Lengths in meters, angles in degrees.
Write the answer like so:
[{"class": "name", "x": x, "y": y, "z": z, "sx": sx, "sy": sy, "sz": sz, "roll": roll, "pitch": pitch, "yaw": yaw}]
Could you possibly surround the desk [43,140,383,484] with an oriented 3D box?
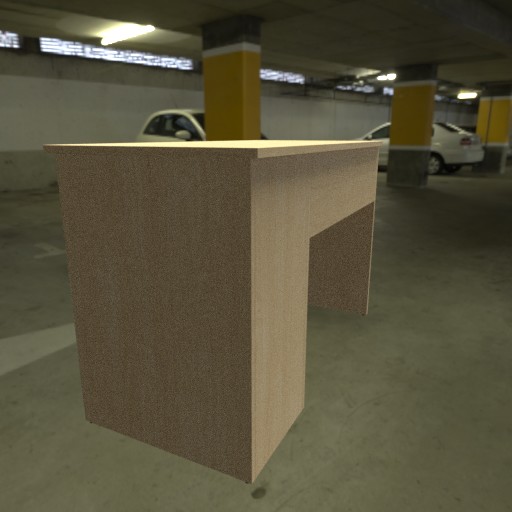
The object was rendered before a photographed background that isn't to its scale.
[{"class": "desk", "x": 0.000, "y": 0.000, "z": 1.481, "sx": 0.560, "sy": 0.735, "sz": 1.097, "roll": 8, "pitch": 17, "yaw": 26}]
